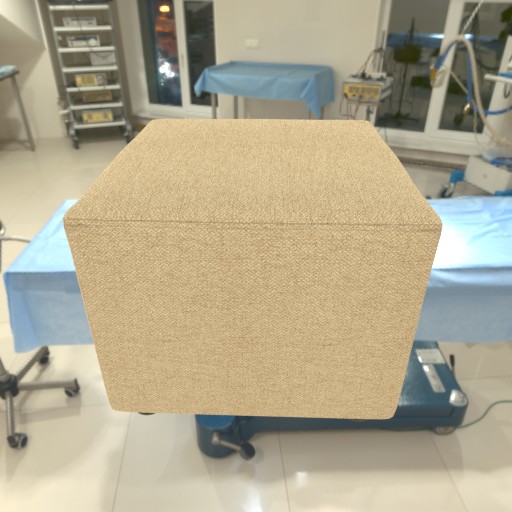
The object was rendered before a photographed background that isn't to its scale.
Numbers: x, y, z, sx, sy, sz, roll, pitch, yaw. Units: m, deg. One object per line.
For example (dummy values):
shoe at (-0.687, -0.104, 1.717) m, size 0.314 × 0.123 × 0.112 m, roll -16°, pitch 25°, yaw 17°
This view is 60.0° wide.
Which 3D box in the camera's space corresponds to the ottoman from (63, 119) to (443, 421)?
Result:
ottoman at (0.000, 0.000, 0.874) m, size 0.508 × 0.432 × 0.508 m, roll 1°, pitch 31°, yaw 2°
